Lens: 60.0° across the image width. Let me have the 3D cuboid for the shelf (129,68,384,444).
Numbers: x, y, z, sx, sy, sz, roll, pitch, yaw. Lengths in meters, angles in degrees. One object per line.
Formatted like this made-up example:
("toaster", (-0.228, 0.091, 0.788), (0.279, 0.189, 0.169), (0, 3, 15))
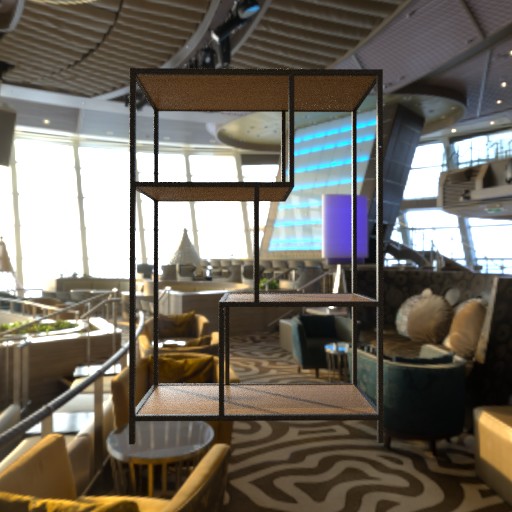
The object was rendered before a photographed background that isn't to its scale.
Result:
("shelf", (0.000, 0.000, 1.519), (0.770, 1.138, 0.350), (0, 0, -1))
